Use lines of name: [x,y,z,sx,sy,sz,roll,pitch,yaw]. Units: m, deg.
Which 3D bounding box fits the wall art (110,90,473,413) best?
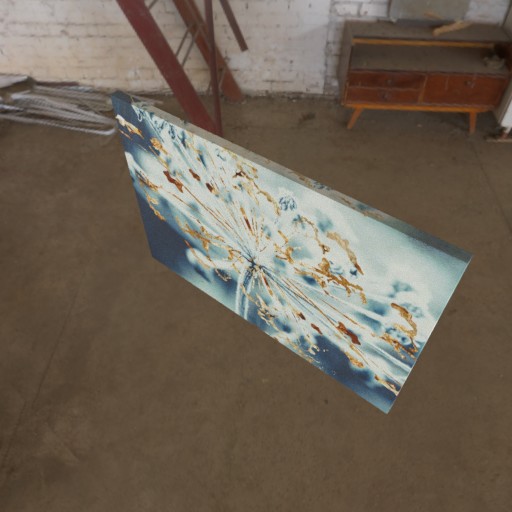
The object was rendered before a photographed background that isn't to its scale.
wall art: [0.000,0.000,1.440,1.138,0.759,0.035,30,55,25]
